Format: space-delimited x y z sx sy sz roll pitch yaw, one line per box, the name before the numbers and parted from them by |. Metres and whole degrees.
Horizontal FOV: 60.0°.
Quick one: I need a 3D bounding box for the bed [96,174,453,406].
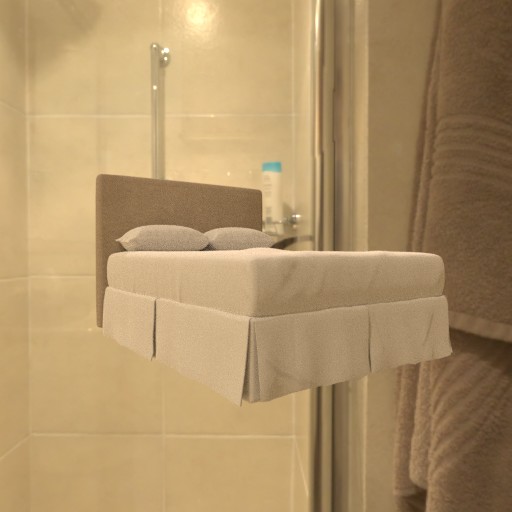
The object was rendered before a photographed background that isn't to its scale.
bed | 0.000 0.000 3.250 1.713 1.330 2.162 -1 1 -37
